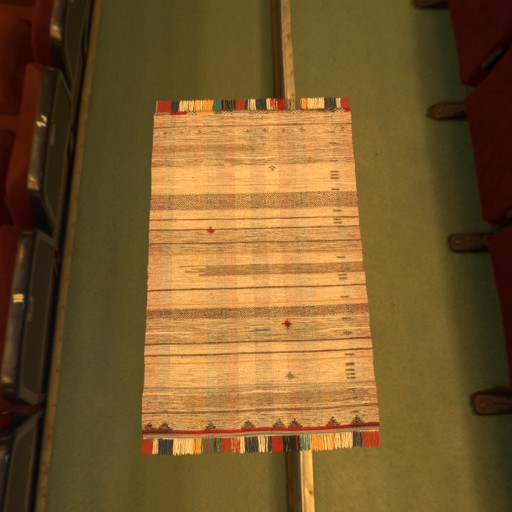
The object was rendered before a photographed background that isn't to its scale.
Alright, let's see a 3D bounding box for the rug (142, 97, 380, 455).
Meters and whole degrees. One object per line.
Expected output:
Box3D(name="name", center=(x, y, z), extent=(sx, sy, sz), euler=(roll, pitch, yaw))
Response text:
Box3D(name="rug", center=(0.000, 0.000, 2.988), extent=(1.465, 0.012, 2.465), euler=(-1, 74, 0))
